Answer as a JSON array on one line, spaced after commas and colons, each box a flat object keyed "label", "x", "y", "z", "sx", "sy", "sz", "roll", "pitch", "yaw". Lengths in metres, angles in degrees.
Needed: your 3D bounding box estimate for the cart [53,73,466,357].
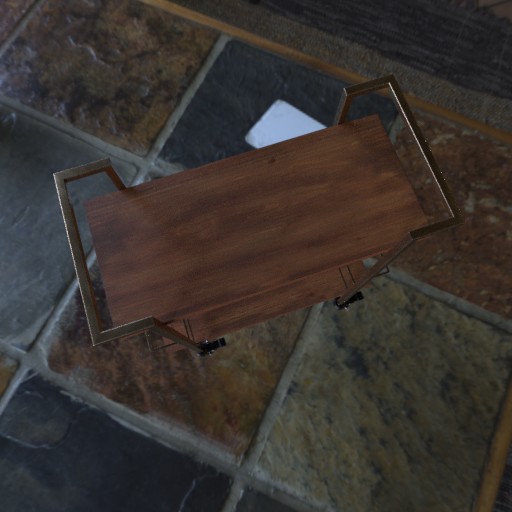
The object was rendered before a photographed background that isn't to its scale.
[{"label": "cart", "x": 0.000, "y": 0.000, "z": 1.196, "sx": 0.695, "sy": 0.807, "sz": 0.364, "roll": -18, "pitch": 75, "yaw": -5}]
